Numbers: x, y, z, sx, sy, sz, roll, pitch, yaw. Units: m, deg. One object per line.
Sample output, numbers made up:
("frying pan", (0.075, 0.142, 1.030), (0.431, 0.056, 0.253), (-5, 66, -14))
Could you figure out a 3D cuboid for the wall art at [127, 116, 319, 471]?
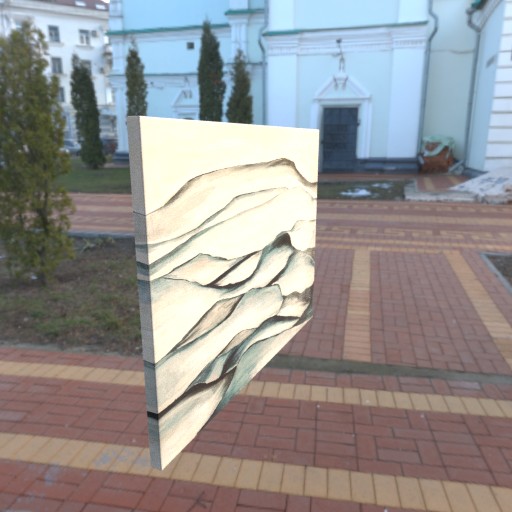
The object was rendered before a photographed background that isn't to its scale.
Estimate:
("wall art", (0.000, 0.000, 1.615), (0.039, 0.915, 1.219), (7, 16, 26))
